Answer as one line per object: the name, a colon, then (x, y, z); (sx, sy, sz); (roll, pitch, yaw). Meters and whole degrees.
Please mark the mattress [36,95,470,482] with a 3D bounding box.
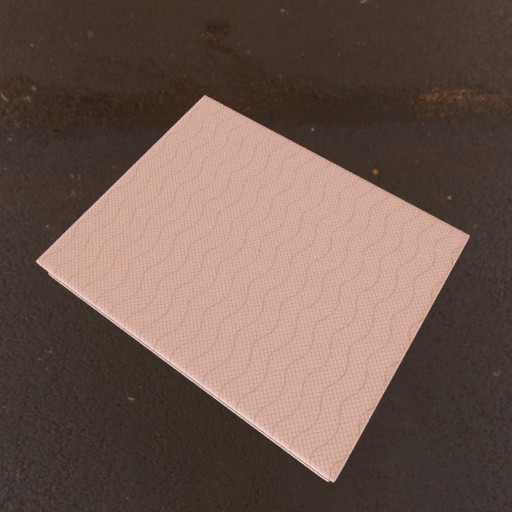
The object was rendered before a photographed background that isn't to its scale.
mattress: (0.000, 0.000, 2.693); (2.000, 0.230, 1.600); (32, 68, 15)
